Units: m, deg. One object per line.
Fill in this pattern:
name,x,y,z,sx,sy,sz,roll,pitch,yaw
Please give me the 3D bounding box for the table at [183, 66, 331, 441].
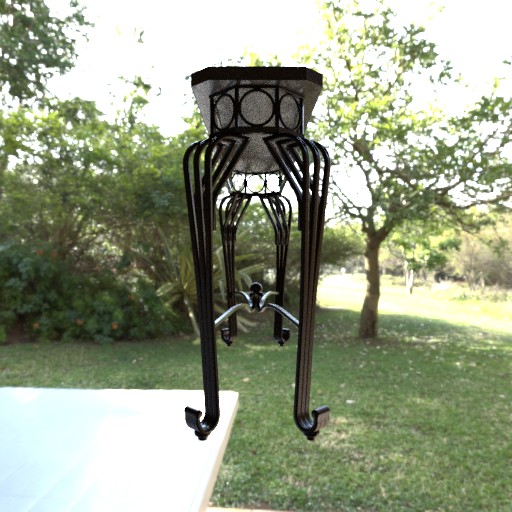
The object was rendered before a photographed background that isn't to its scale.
table,0.000,0.000,1.475,0.329,0.800,1.112,0,0,0
